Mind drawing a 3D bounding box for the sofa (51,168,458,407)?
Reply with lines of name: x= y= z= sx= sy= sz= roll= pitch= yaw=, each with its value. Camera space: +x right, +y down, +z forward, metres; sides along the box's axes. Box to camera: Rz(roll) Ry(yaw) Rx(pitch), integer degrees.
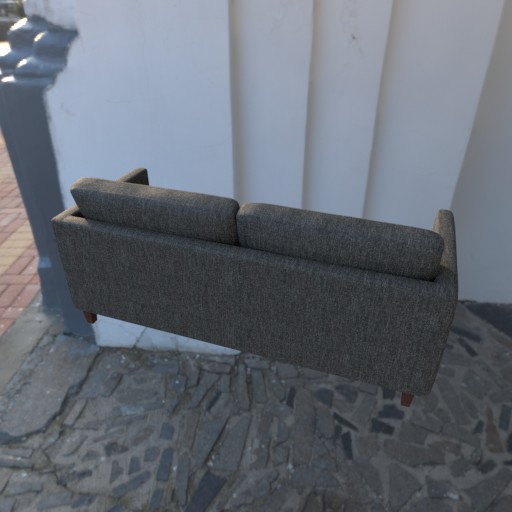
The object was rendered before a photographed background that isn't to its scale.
sofa: x=0.000 y=0.000 z=2.731 sx=2.208 sy=0.960 sz=0.948 roll=11 pitch=33 yaw=17
